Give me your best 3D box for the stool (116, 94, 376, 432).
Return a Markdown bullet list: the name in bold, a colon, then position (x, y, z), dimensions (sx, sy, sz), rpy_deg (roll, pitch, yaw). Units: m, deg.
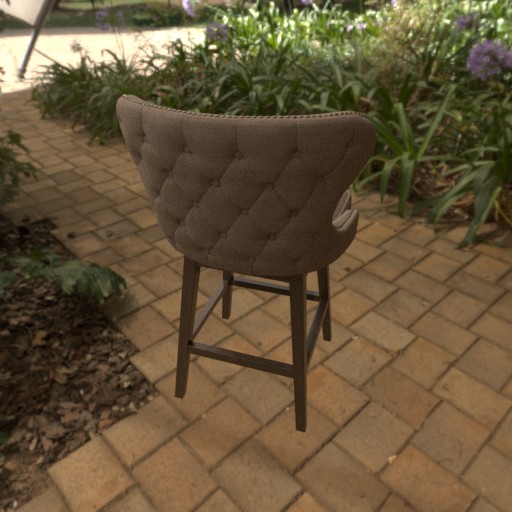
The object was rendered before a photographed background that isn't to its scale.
- **stool**: position (0.000, 0.000, 1.335), dimensions (0.615, 0.972, 0.597), rpy_deg (10, 33, 15)
